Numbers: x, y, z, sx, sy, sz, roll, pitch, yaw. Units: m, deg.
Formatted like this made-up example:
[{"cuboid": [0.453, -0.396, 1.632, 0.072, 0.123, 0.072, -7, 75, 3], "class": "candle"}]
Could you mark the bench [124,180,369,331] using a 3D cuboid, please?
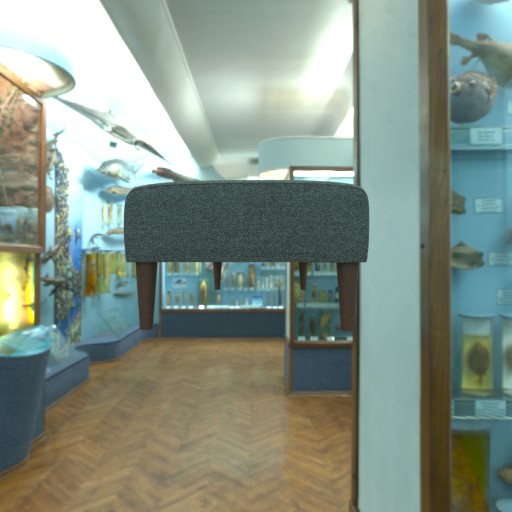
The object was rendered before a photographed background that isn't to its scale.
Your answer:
[{"cuboid": [0.000, 0.000, 1.865, 0.631, 0.384, 1.598, 0, -1, 2], "class": "bench"}]
